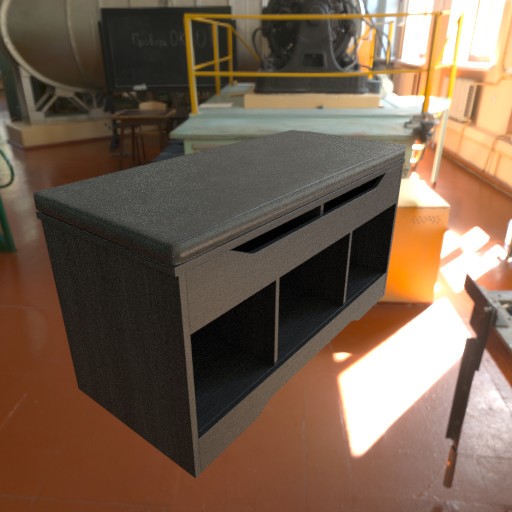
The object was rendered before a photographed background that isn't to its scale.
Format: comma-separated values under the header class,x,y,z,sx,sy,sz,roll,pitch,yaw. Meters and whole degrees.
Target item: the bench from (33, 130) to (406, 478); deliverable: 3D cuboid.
class,x,y,z,sx,sy,sz,roll,pitch,yaw
bench,0.000,0.000,1.173,0.401,0.501,0.905,19,31,34
